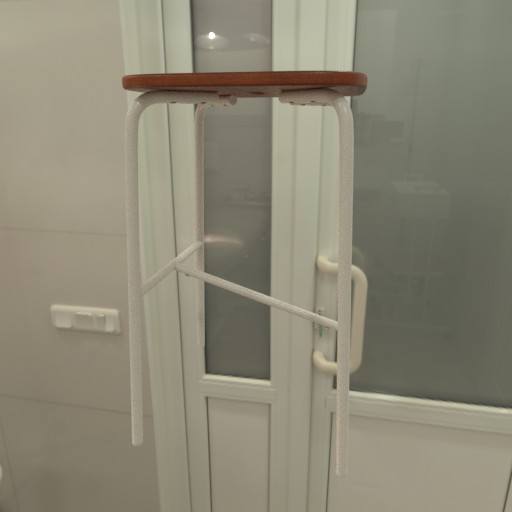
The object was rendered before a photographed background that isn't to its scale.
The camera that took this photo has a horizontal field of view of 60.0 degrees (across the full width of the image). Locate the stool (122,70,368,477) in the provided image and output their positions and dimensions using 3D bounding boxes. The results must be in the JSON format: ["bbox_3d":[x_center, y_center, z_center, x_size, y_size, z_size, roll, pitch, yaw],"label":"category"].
[{"bbox_3d":[0.000,0.000,0.832,0.376,0.610,0.376,4,18,11],"label":"stool"}]
